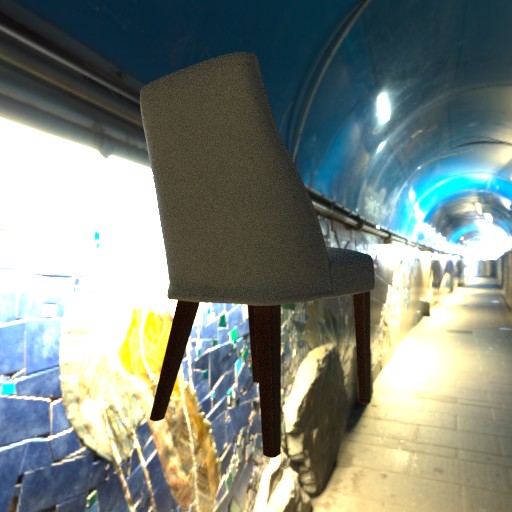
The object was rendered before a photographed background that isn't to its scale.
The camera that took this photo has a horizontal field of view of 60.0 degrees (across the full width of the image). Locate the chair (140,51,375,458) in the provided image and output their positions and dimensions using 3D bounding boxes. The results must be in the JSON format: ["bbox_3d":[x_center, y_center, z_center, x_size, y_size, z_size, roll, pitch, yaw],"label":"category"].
[{"bbox_3d":[0.000,0.000,1.310,0.500,0.930,0.620,-1,-2,37],"label":"chair"}]
